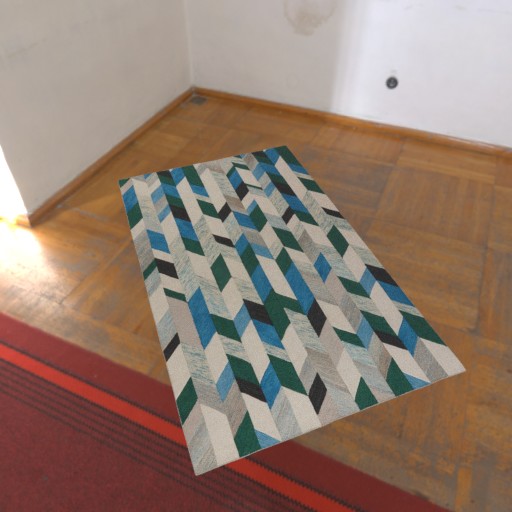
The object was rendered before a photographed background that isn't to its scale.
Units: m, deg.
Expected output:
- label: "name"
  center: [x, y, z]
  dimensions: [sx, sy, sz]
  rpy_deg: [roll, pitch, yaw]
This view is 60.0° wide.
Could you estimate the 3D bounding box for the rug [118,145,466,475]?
- label: "rug"
  center: [0.000, 0.000, 2.995]
  dimensions: [1.507, 0.007, 2.433]
  rpy_deg: [-15, 47, -14]
